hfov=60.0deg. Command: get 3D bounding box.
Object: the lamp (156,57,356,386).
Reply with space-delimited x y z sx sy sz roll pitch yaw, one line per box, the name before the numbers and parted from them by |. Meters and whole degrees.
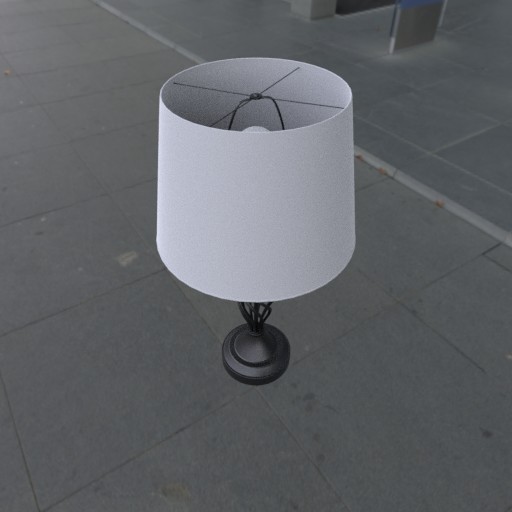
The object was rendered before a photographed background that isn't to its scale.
lamp | 0.000 0.000 0.786 0.331 0.594 0.331 0 42 0
